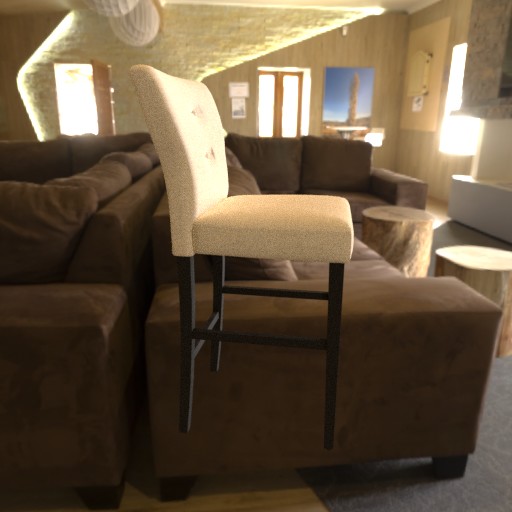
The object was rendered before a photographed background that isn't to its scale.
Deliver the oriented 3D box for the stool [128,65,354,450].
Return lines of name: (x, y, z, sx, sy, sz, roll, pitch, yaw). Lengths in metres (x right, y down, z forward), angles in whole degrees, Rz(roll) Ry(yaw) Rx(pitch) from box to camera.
stool: (0.000, 0.000, 1.457, 0.603, 1.124, 0.516, 3, 17, 9)
